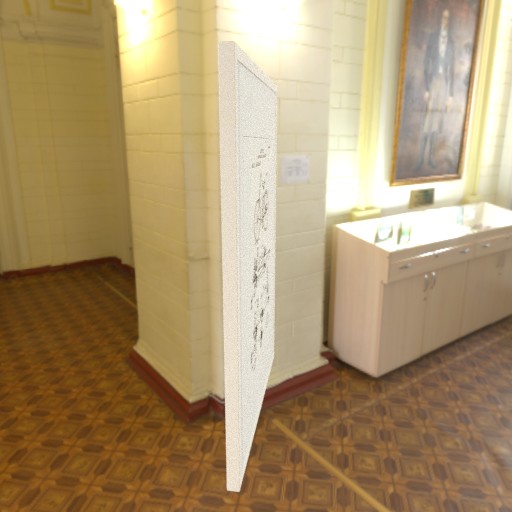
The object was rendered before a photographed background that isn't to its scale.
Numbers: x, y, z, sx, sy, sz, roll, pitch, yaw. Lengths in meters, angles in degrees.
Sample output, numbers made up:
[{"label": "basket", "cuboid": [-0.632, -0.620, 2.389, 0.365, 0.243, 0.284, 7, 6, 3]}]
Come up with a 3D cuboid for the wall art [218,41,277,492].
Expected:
[{"label": "wall art", "cuboid": [0.000, 0.000, 0.610, 0.015, 0.477, 0.332, 2, 15, 9]}]
